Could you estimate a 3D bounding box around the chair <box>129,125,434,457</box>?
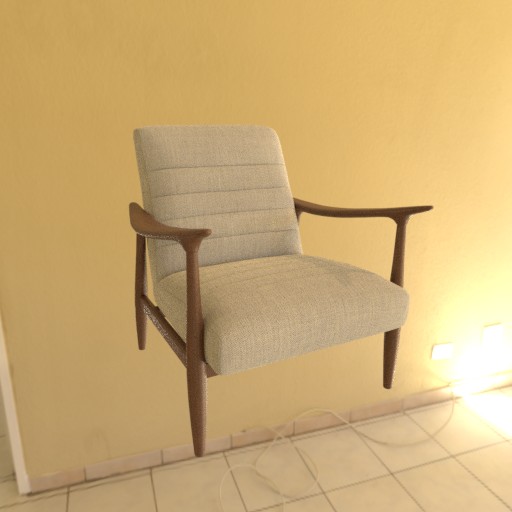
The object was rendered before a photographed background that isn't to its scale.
[{"bbox_3d":[0.000,0.000,1.437,0.741,0.832,0.798,-8,17,-28],"label":"chair"}]
